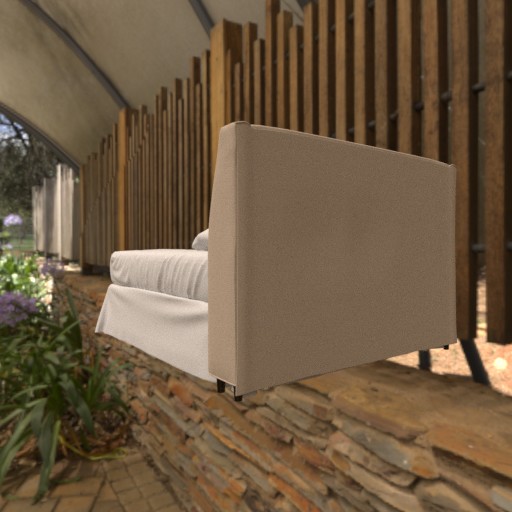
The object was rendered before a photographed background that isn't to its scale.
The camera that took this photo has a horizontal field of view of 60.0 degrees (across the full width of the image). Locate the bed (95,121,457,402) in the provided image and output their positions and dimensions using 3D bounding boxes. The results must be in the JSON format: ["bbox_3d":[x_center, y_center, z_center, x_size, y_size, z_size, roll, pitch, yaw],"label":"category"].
[{"bbox_3d":[0.000,0.000,3.498,1.925,1.332,2.276,-1,1,-36],"label":"bed"}]
